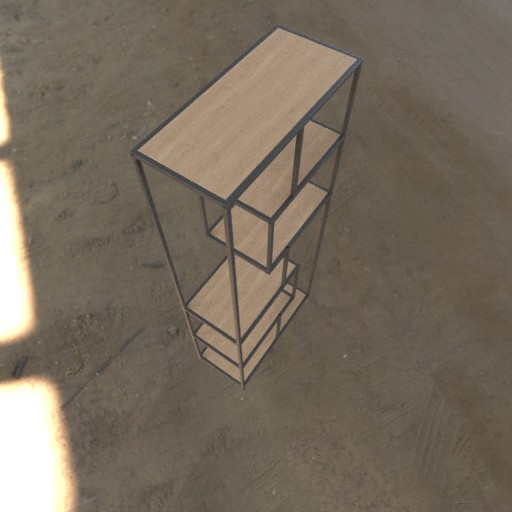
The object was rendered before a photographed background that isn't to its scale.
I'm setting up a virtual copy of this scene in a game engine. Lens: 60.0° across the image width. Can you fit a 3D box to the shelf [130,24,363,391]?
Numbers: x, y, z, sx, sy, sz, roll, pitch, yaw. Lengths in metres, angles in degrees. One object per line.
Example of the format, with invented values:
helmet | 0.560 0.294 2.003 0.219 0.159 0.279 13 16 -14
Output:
shelf | 0.000 0.000 2.171 0.350 1.850 0.770 31 63 17
